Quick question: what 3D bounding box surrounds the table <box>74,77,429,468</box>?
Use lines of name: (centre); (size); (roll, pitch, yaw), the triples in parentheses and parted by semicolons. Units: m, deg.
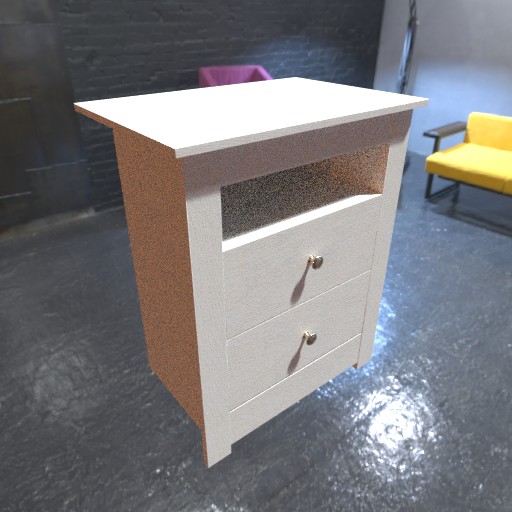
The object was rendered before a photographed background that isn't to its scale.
table: (0.000, 0.000, 1.062); (0.589, 0.711, 0.406); (-21, 36, -33)
